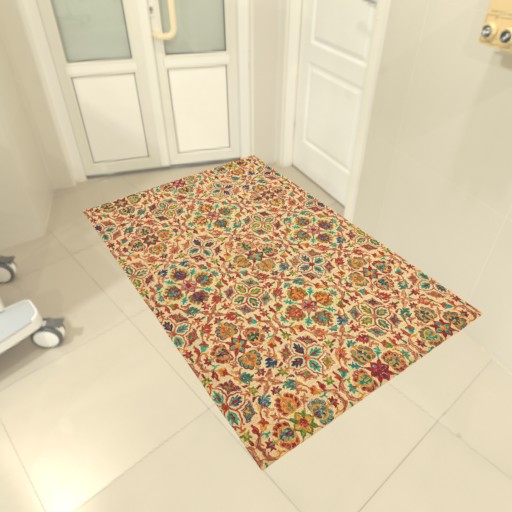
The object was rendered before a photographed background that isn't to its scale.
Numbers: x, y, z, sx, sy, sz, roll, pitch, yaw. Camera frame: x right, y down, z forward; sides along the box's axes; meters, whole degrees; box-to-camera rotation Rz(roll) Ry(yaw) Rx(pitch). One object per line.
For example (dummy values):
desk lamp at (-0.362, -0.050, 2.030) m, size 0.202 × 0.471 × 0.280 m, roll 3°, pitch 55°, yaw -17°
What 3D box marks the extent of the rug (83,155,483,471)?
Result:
rug at (0.000, 0.000, 2.313) m, size 1.226 × 0.013 × 1.838 m, roll -24°, pitch 46°, yaw -26°
